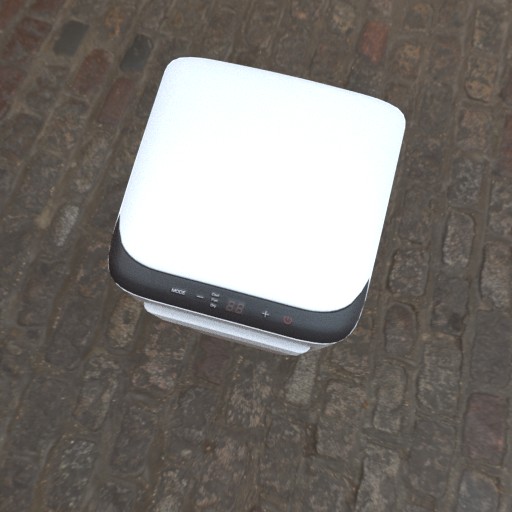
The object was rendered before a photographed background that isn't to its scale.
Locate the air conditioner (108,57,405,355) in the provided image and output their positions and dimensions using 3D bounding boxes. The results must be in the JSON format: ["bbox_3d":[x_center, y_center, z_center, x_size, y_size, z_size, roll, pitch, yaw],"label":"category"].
[{"bbox_3d":[0.000,0.000,0.925,0.352,0.716,0.369,15,76,4],"label":"air conditioner"}]
